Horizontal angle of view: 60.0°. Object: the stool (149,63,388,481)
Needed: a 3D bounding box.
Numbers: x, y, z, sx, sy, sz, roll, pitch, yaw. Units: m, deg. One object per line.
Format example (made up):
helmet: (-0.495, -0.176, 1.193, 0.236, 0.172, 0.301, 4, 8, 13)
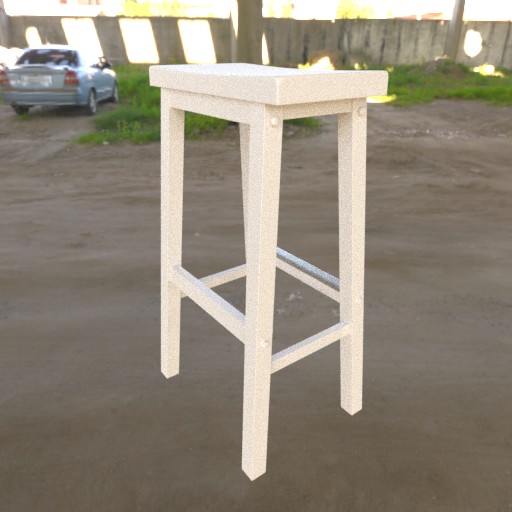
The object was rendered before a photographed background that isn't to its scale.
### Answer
stool: (0.000, 0.000, 0.949, 0.322, 0.742, 0.406, -18, 31, -33)
